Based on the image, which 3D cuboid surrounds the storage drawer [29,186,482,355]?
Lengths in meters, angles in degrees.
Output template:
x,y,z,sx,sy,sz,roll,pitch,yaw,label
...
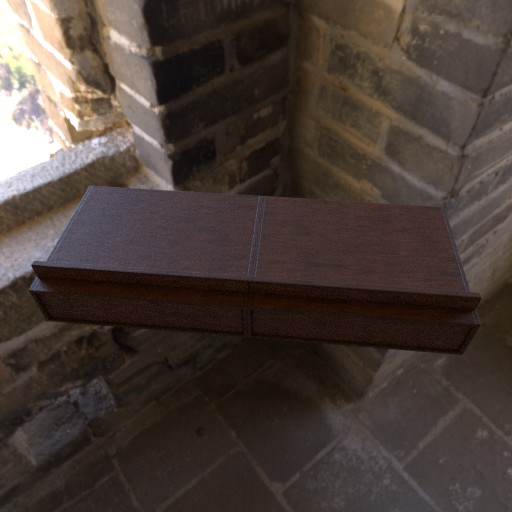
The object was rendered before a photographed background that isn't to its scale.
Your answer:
x,y,z,sx,sy,sz,roll,pitch,yaw,label
0.000,0.000,2.199,1.914,0.339,0.774,4,46,4,storage drawer
